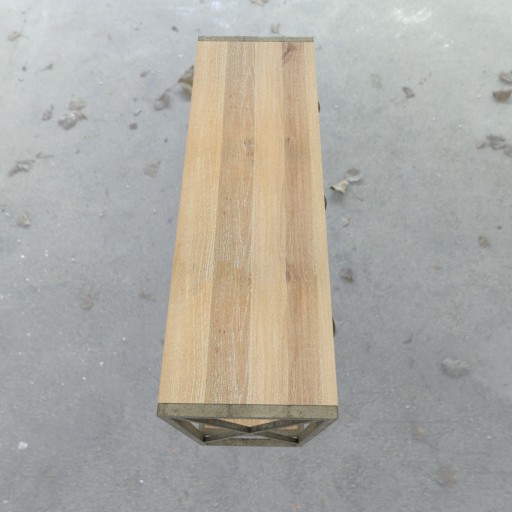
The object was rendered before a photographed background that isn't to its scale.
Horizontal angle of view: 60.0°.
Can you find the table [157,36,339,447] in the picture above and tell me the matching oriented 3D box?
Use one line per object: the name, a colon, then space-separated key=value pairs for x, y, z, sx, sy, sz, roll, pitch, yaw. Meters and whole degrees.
table: x=0.000 y=0.000 z=1.401 sx=0.361 sy=0.763 sz=1.059 roll=1 pitch=63 yaw=0
